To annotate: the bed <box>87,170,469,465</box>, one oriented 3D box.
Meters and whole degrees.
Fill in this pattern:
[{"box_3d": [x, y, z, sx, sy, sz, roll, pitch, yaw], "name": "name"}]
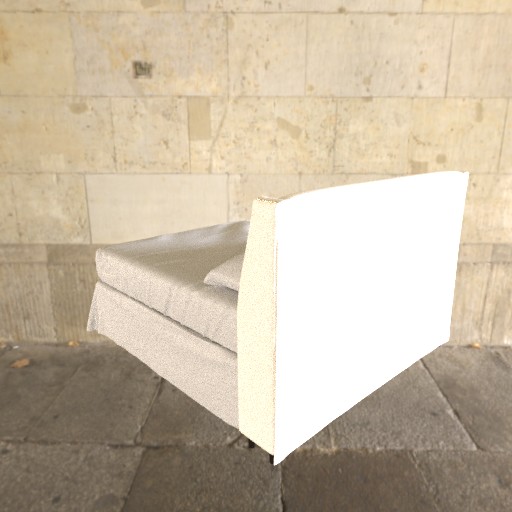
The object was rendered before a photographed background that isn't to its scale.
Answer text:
[{"box_3d": [0.000, 0.000, 3.367, 1.925, 1.332, 2.276, -15, 22, -41], "name": "bed"}]
